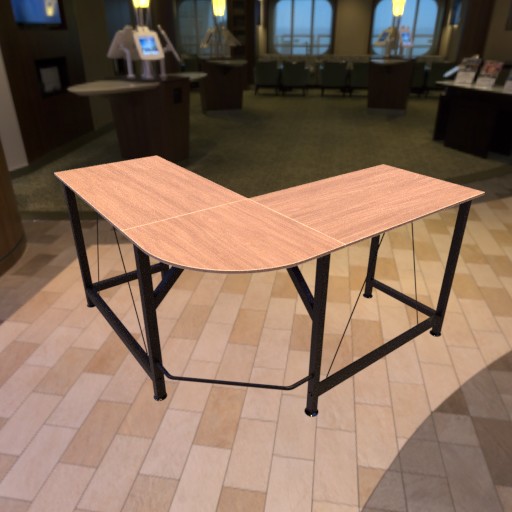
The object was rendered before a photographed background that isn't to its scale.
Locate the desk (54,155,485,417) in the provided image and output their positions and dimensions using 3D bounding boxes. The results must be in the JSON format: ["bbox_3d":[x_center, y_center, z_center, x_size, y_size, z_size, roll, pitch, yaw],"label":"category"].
[{"bbox_3d":[0.000,0.000,2.198,1.400,0.762,1.400,-19,33,-32],"label":"desk"}]
